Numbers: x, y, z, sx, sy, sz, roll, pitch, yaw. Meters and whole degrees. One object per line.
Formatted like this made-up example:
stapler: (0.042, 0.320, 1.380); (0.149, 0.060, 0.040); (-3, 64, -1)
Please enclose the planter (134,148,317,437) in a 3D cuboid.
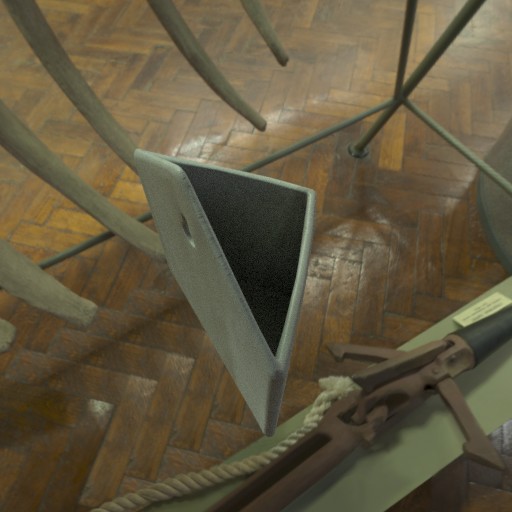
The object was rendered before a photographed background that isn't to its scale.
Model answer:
planter: (0.000, 0.000, 0.273); (0.080, 0.194, 0.163); (-27, 62, -16)
